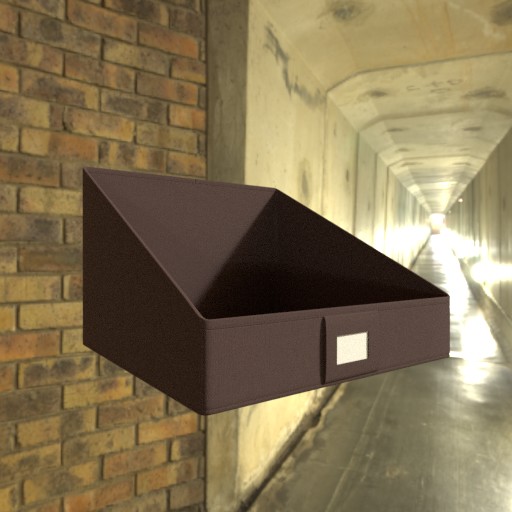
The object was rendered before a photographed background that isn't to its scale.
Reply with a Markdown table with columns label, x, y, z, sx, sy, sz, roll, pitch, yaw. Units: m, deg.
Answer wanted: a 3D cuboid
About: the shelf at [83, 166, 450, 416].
| label | x | y | z | sx | sy | sz | roll | pitch | yaw |
| --- | --- | --- | --- | --- | --- | --- | --- | --- | --- |
| shelf | 0.000 | 0.000 | 0.485 | 0.292 | 0.210 | 0.292 | 0 | 0 | -36 |
